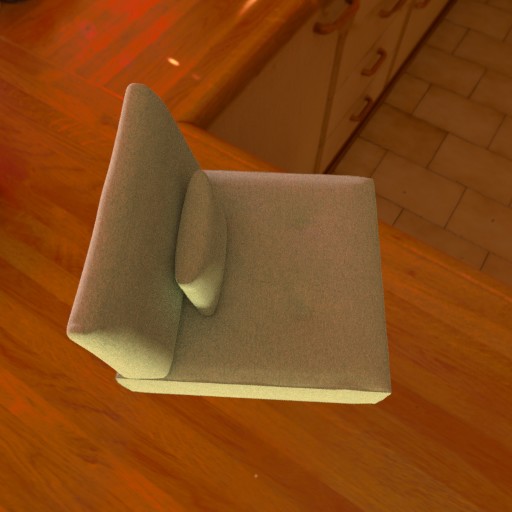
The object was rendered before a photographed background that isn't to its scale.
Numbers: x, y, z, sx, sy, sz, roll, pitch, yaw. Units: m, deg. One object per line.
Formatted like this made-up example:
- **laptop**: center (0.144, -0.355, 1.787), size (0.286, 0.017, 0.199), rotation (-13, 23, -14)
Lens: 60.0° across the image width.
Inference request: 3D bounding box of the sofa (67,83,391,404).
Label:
- **sofa**: center (0.000, 0.000, 1.674), size (1.000, 0.820, 0.930), rotation (3, 64, 1)
